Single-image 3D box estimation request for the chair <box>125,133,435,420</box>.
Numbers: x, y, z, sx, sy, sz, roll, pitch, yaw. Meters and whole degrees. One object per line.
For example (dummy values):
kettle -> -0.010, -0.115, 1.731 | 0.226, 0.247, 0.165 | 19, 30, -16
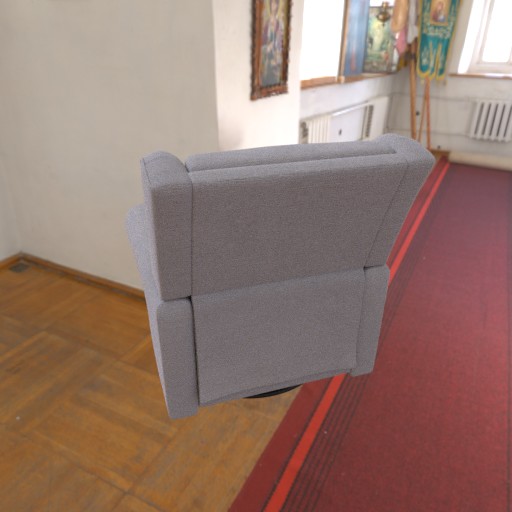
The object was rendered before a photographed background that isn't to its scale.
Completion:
chair -> 0.000, 0.000, 1.672 | 0.906, 0.966, 0.854 | -8, 28, -16
